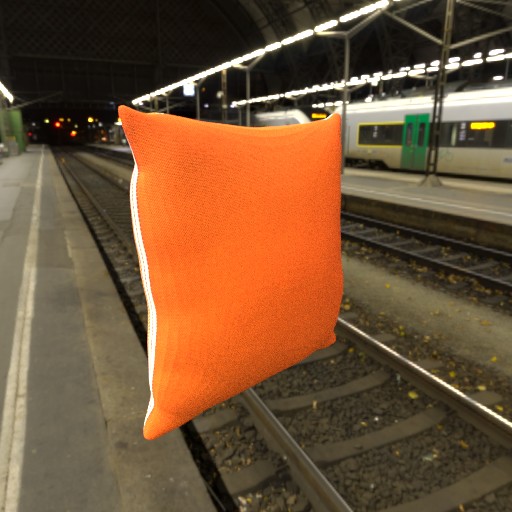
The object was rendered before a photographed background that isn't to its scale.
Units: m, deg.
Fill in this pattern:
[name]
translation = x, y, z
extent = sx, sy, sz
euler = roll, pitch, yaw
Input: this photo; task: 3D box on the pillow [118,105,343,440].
[pillow]
translation = 0.000, 0.000, 0.694
extent = 0.182, 0.441, 0.440
euler = 14, 21, 42
